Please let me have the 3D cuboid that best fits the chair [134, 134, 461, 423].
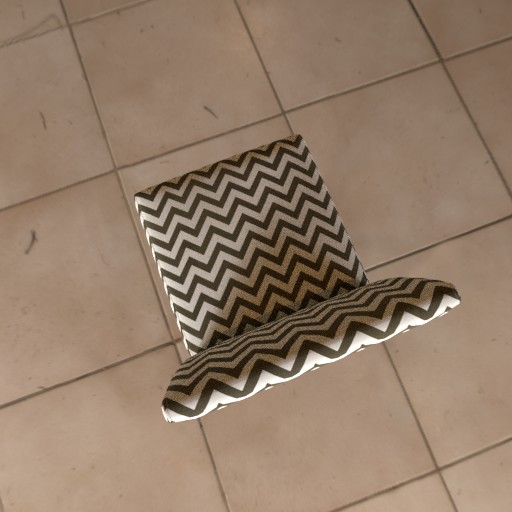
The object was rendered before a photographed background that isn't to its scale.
[{"bbox_3d":[0.000,0.000,1.268,0.589,0.838,0.648,-21,78,-5],"label":"chair"}]
